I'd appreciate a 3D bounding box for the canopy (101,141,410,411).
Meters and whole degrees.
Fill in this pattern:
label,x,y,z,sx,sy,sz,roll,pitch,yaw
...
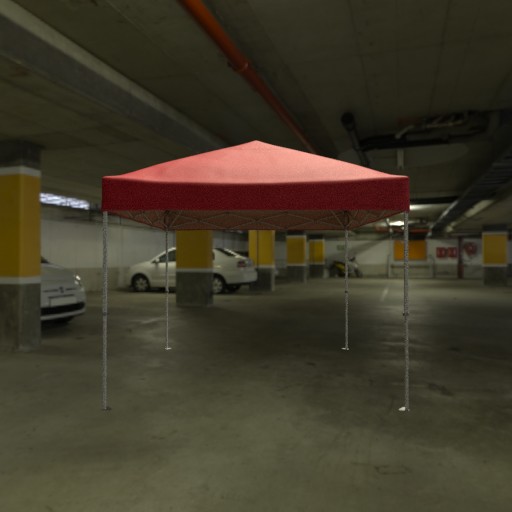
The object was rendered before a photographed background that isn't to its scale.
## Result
label,x,y,z,sx,sy,sz,roll,pitch,yaw
canopy,0.000,0.000,5.754,2.998,2.997,2.996,0,0,0
